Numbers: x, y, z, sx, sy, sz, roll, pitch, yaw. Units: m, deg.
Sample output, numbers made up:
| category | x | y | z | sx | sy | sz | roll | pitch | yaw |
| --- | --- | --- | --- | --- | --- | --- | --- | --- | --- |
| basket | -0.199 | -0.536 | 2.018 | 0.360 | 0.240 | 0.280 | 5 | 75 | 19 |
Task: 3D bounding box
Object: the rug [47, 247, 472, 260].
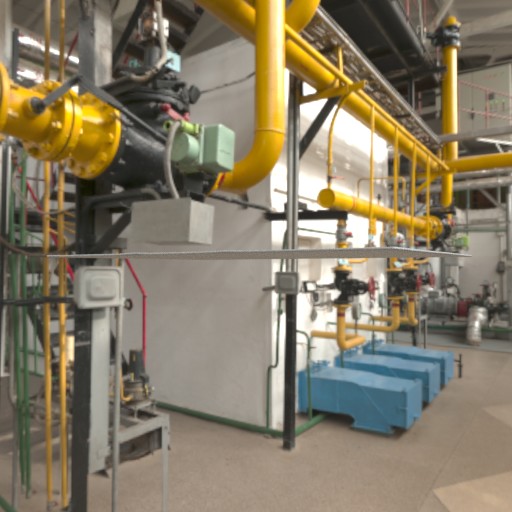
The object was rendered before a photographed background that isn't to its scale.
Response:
| category | x | y | z | sx | sy | sz | roll | pitch | yaw |
| --- | --- | --- | --- | --- | --- | --- | --- | --- | --- |
| rug | 0.000 | 0.000 | 2.287 | 1.835 | 0.012 | 1.231 | -1 | -2 | 35 |
